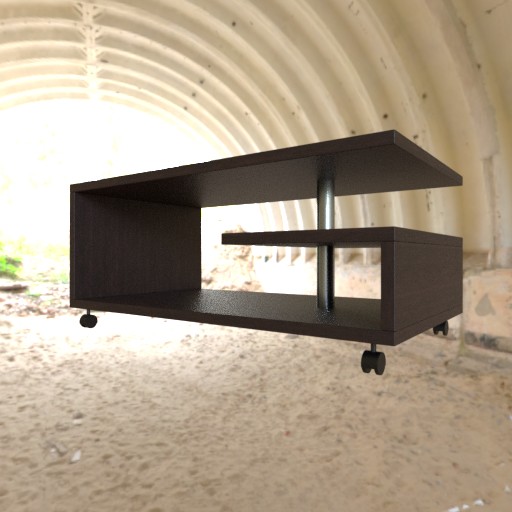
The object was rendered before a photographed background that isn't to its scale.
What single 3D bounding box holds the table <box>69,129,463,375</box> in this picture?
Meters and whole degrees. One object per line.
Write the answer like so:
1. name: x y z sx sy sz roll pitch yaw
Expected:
1. table: 0.000 0.000 1.351 1.050 0.460 0.590 0 0 36
